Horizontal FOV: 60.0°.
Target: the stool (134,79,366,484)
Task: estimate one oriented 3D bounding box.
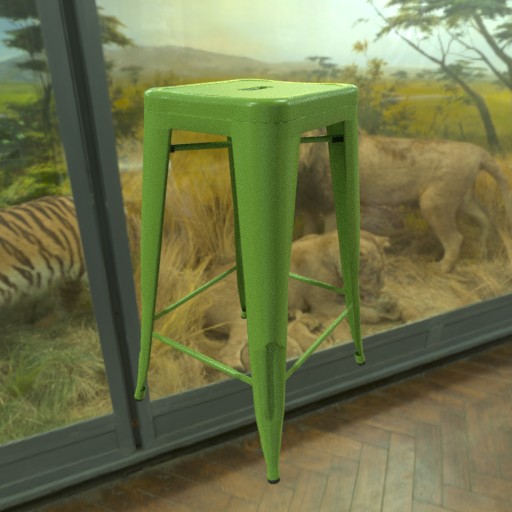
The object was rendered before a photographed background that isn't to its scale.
[{"bbox_3d":[0.000,0.000,0.850,0.358,0.609,0.398,17,31,31],"label":"stool"}]
